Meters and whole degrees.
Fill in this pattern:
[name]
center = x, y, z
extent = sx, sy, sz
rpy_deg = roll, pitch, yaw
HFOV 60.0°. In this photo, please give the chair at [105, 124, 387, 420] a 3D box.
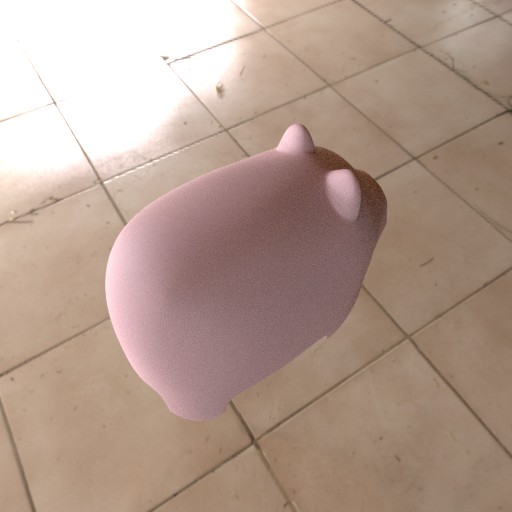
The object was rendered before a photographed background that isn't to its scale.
[chair]
center = 0.000, 0.000, 0.886
extent = 0.619, 0.423, 0.364
rpy_deg = -29, 61, -18
